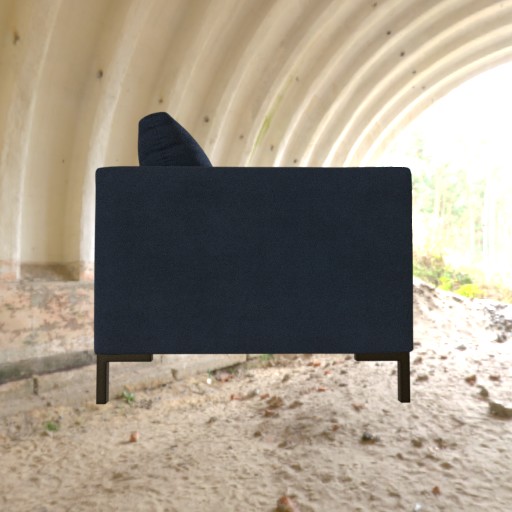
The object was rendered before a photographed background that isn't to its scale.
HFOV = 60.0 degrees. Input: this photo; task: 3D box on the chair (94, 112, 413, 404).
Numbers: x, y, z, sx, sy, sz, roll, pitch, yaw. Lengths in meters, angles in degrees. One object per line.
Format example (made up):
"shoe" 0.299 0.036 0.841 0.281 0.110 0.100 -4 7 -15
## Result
"chair" 0.000 0.000 1.628 0.875 0.812 0.964 0 -2 -1
